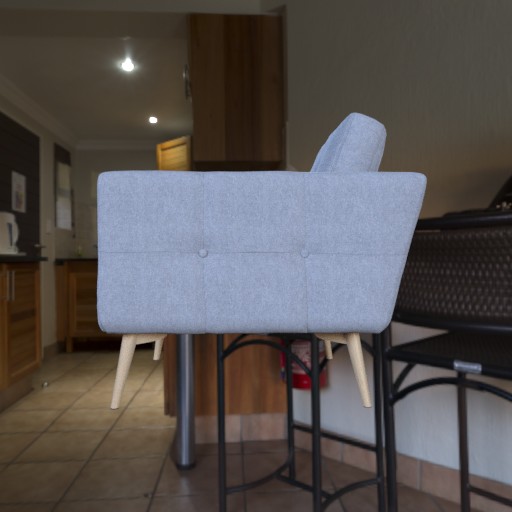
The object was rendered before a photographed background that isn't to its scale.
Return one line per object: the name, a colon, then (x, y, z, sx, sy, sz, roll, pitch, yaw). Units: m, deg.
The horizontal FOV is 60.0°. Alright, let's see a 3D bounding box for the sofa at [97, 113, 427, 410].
sofa: (0.000, 0.000, 1.546, 0.920, 0.860, 0.770, 0, 0, -1)
